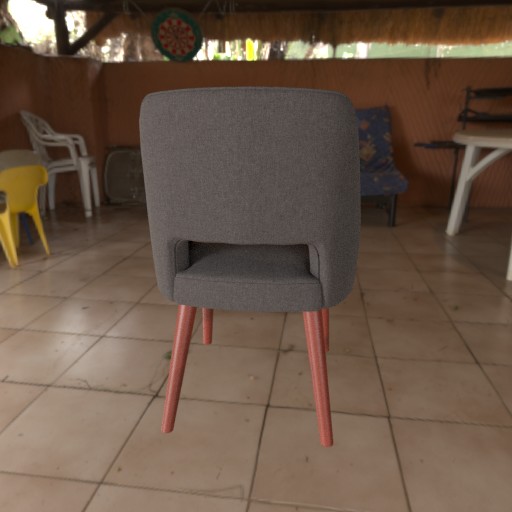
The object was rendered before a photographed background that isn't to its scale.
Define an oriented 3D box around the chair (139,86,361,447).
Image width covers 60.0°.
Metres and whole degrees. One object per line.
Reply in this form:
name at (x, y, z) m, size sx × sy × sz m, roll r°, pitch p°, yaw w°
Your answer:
chair at (0.000, 0.000, 1.227) m, size 0.559 × 0.838 × 0.560 m, roll 2°, pitch 17°, yaw 7°
